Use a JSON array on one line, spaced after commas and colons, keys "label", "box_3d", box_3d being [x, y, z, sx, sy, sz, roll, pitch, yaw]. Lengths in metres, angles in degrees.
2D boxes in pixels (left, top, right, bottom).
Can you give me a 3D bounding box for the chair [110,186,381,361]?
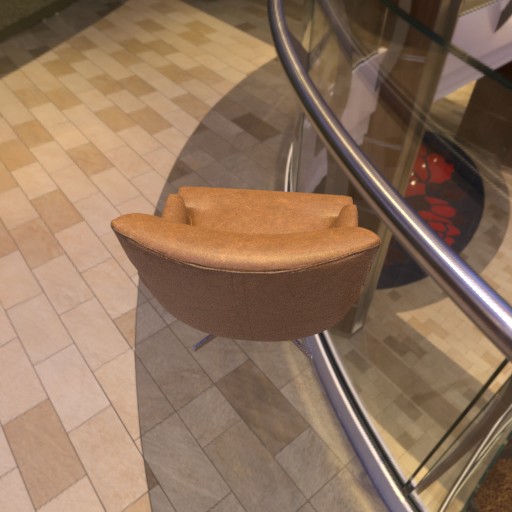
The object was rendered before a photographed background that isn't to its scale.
[{"label": "chair", "box_3d": [0.000, 0.000, 1.546, 0.729, 0.869, 0.874, 4, 47, 4]}]
